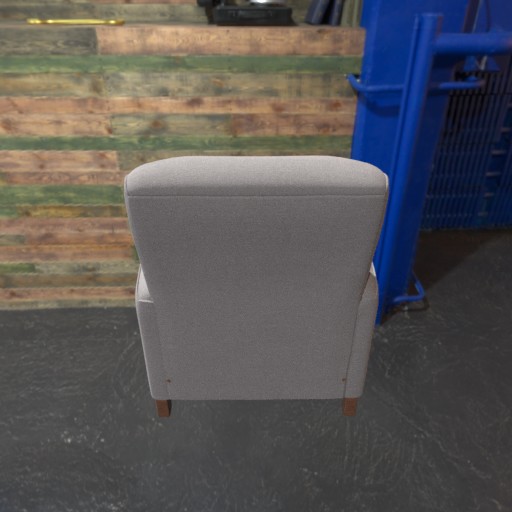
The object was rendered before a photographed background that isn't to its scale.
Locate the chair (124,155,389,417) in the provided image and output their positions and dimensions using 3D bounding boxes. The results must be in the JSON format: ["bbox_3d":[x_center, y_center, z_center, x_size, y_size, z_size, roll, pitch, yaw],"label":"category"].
[{"bbox_3d":[0.000,0.000,1.715,0.845,1.023,0.859,0,32,-1],"label":"chair"}]
